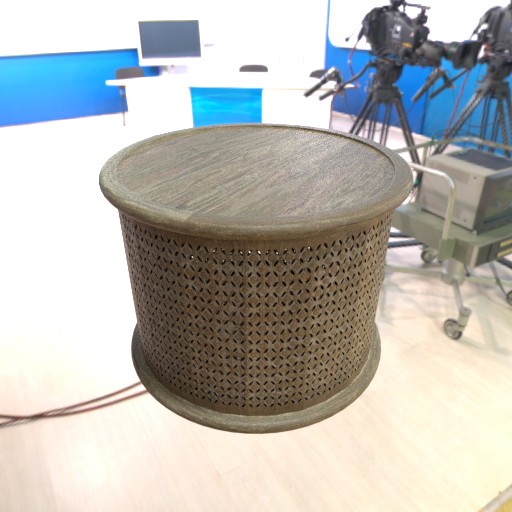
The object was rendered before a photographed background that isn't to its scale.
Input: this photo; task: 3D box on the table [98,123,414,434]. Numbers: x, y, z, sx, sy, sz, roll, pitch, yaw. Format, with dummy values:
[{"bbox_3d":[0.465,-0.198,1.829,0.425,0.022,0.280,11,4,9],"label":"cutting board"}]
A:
[{"bbox_3d":[0.000,0.000,1.000,0.607,0.450,0.607,0,30,0],"label":"table"}]
